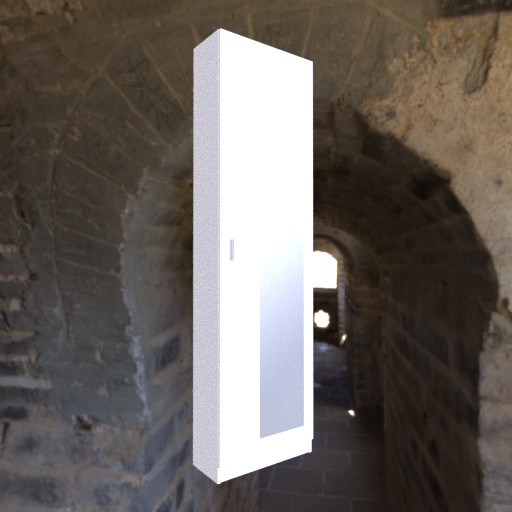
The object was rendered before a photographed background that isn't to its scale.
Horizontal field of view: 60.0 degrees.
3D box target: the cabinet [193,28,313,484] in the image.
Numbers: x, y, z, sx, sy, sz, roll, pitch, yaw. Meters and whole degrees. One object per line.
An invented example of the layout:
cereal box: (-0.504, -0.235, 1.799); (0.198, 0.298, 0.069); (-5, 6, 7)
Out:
cabinet: (0.000, 0.000, 1.963); (0.500, 1.790, 0.230); (0, -1, -36)
